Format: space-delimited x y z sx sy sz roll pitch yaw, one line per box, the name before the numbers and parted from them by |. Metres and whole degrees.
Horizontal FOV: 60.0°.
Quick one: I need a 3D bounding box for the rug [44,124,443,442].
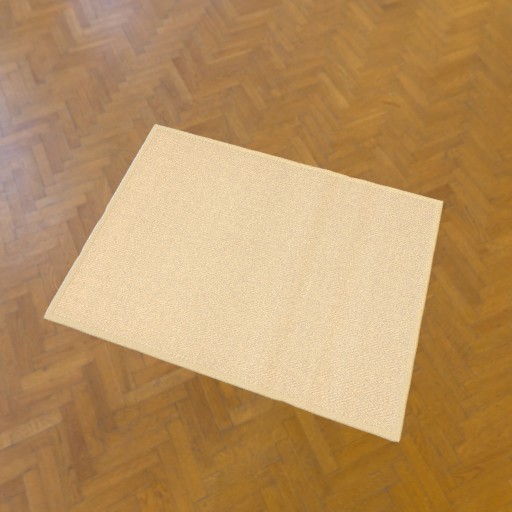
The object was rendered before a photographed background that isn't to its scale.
rug | 0.000 0.000 4.820 3.659 0.037 2.734 17 65 8
